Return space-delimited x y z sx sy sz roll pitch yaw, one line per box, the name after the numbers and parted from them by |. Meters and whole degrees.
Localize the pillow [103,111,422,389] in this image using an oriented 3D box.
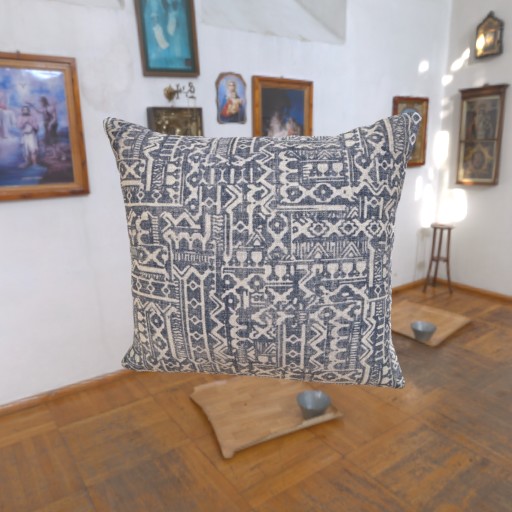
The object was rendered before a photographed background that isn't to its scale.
0.000 0.000 0.793 0.546 0.487 0.180 2 13 9 | pillow
